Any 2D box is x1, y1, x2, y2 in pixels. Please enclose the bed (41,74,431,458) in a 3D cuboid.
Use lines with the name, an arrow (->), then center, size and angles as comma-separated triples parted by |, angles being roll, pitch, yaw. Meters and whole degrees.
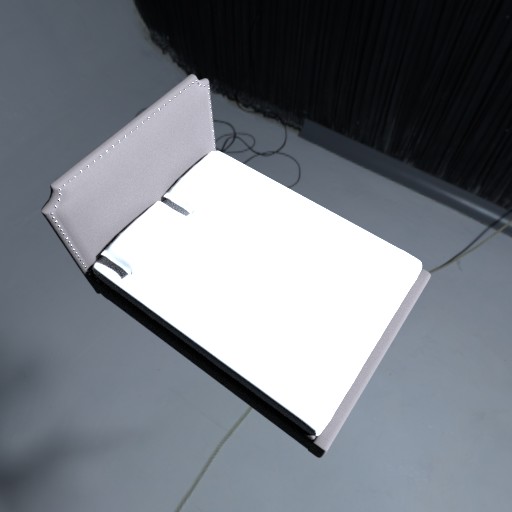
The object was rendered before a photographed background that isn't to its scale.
bed -> 0.000, 0.000, 3.441 | 2.372, 1.443, 1.713 | 32, 63, 18
